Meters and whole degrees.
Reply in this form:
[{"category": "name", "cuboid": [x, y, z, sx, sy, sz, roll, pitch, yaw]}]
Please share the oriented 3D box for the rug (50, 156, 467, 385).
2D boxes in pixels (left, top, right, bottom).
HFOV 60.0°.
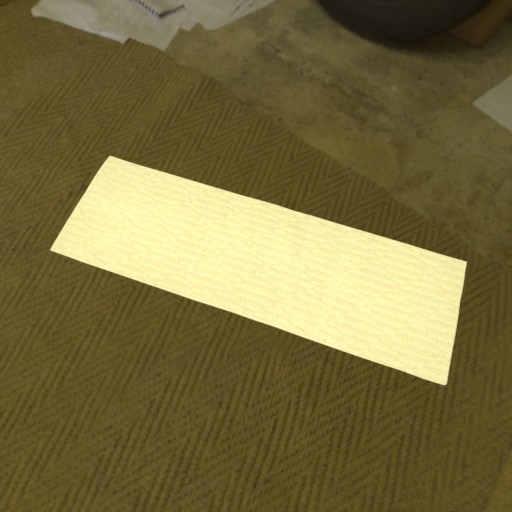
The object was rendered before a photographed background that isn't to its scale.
[{"category": "rug", "cuboid": [0.000, 0.000, 2.719, 2.450, 0.014, 0.793, 18, 64, 9]}]
